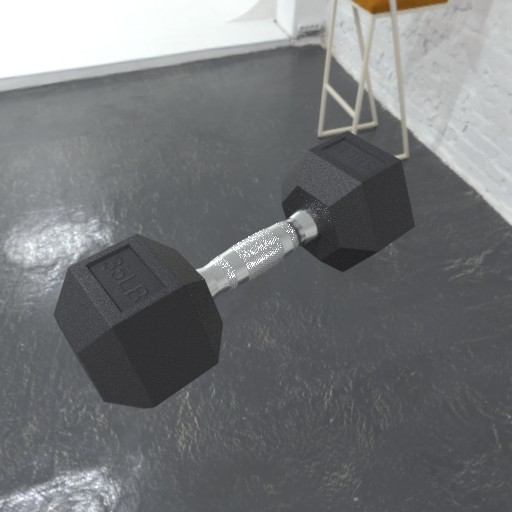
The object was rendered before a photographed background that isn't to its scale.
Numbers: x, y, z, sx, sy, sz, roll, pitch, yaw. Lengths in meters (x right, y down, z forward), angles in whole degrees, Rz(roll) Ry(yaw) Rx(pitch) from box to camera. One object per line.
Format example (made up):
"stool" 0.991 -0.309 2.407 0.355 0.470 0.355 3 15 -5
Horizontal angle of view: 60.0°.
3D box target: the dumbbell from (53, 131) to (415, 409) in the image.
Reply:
"dumbbell" 0.000 0.000 0.425 0.356 0.123 0.141 -31 53 -26
